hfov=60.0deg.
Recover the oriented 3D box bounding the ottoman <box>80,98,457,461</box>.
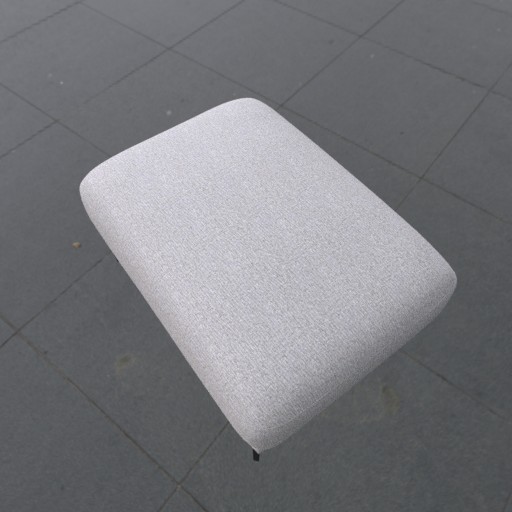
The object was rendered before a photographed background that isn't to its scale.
[{"bbox_3d":[0.000,0.000,1.100,0.568,0.420,0.772,-32,62,-19],"label":"ottoman"}]
